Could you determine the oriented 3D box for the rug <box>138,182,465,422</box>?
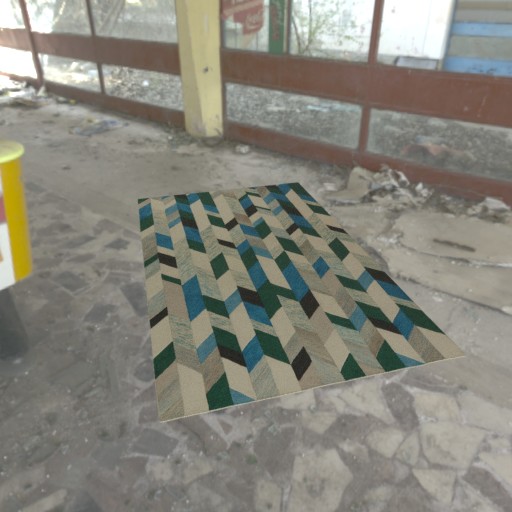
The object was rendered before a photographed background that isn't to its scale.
[{"bbox_3d":[0.000,0.000,3.041,1.507,0.007,2.433,-8,32,-13],"label":"rug"}]
